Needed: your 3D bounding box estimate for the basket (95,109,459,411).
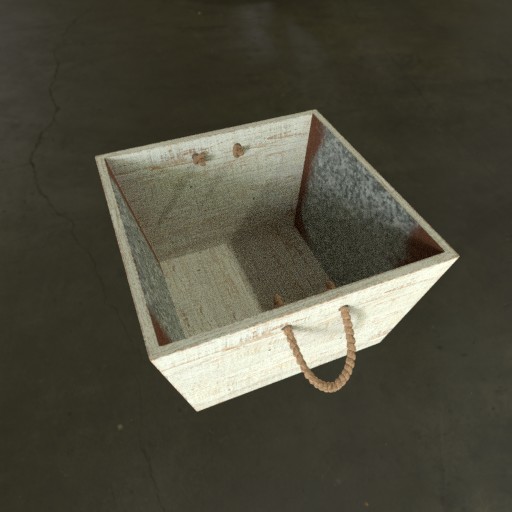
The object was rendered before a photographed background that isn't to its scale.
[{"bbox_3d":[0.000,0.000,0.751,0.413,0.247,0.545,-16,49,-15],"label":"basket"}]
